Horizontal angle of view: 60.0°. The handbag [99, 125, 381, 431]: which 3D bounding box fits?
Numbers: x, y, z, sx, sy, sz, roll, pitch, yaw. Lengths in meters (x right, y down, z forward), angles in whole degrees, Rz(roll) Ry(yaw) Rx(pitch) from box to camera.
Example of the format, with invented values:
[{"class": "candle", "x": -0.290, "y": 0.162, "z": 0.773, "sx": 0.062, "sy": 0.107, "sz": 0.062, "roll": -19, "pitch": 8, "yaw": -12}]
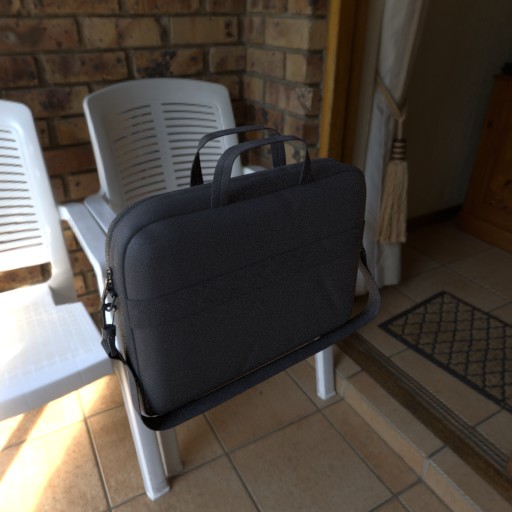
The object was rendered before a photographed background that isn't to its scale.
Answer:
[{"class": "handbag", "x": 0.000, "y": 0.000, "z": 0.437, "sx": 0.320, "sy": 0.244, "sz": 0.089, "roll": -19, "pitch": 35, "yaw": -30}]
